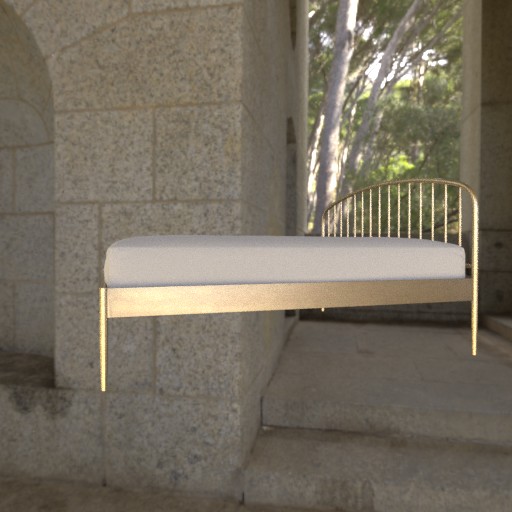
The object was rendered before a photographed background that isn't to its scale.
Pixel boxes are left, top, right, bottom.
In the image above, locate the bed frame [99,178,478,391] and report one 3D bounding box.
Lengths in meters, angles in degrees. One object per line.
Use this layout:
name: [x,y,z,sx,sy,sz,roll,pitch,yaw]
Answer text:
bed frame: [0.000,0.000,3.271,2.152,1.174,2.016,0,1,-19]
